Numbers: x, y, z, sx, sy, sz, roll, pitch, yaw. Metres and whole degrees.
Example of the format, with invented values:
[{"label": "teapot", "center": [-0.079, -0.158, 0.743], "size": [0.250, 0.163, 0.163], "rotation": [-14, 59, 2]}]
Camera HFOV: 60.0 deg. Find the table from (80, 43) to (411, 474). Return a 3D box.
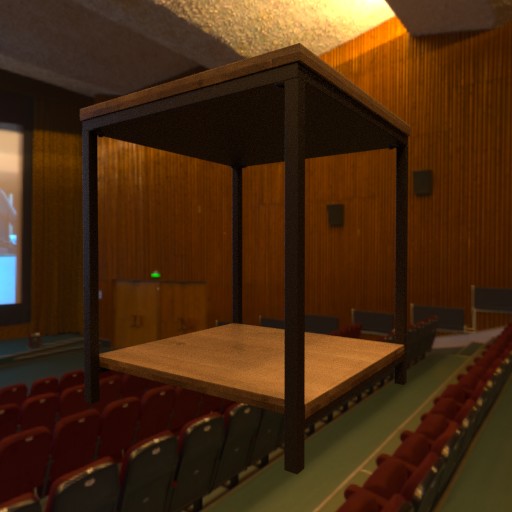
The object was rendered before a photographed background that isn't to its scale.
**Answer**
[{"label": "table", "center": [0.000, 0.000, 0.954], "size": [0.503, 0.589, 0.507], "rotation": [1, 2, 35]}]
